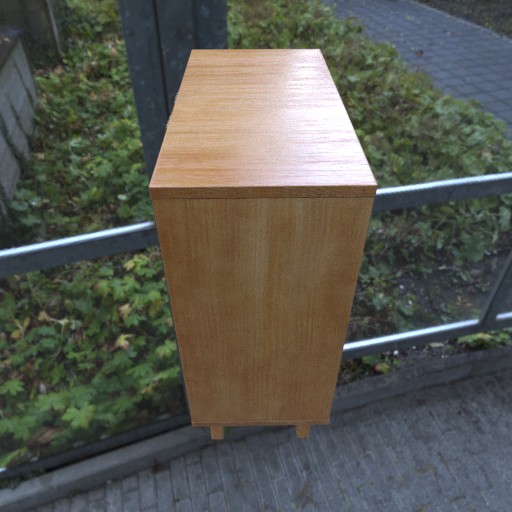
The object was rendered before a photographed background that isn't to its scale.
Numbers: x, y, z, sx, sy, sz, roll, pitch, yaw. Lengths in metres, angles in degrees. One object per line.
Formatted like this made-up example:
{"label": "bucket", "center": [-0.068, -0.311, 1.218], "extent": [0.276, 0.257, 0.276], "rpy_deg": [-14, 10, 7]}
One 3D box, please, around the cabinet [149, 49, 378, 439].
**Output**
{"label": "cabinet", "center": [0.000, 0.000, 1.394], "extent": [0.419, 1.001, 0.800], "rpy_deg": [-1, 41, -1]}
